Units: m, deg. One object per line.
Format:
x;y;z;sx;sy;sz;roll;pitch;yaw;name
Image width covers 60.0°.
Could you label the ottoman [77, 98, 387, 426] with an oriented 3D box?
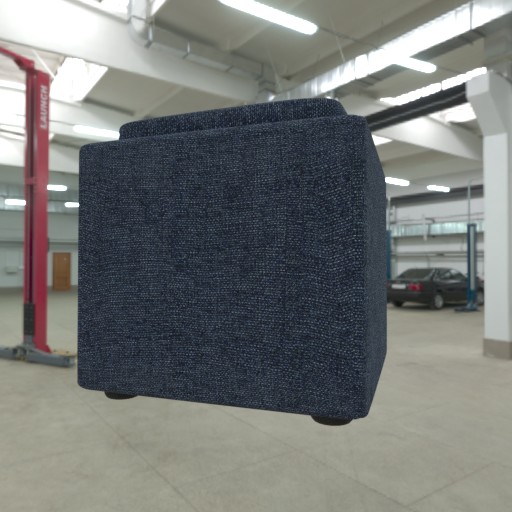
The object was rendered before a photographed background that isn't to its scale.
0.000;0.000;0.831;0.450;0.460;0.450;0;-1;19;ottoman
